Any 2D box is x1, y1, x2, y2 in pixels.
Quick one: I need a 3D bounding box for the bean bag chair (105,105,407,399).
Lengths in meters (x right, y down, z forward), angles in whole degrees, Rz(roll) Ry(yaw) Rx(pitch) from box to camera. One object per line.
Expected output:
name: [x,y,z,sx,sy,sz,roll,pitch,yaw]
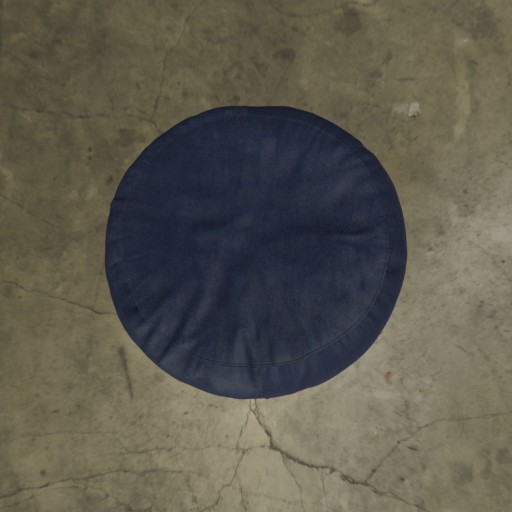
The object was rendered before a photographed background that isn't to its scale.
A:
bean bag chair: [0.000,0.000,1.962,1.219,0.762,1.219,0,77,0]
